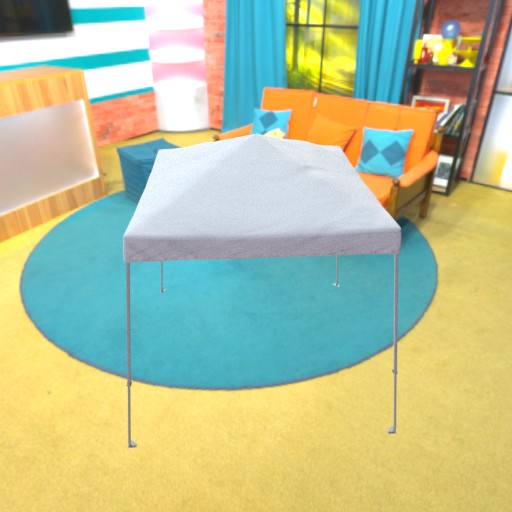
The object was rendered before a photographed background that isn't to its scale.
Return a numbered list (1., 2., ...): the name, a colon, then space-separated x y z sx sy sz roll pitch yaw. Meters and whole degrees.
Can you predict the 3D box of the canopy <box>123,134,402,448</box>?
1. canopy: 0.000 0.000 5.180 2.850 2.850 2.849 -2 31 -3
